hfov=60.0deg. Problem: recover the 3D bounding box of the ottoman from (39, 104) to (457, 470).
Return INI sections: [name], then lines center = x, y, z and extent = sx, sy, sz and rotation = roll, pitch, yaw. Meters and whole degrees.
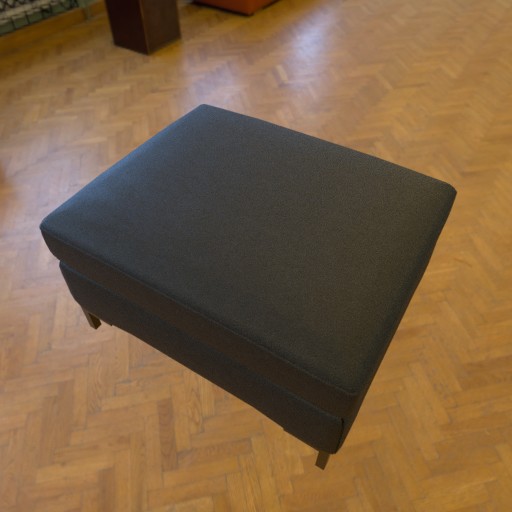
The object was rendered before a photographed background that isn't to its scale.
[ottoman]
center = 0.000, 0.000, 1.759
extent = 1.187, 0.696, 0.967
rotation = 24, 52, 21
